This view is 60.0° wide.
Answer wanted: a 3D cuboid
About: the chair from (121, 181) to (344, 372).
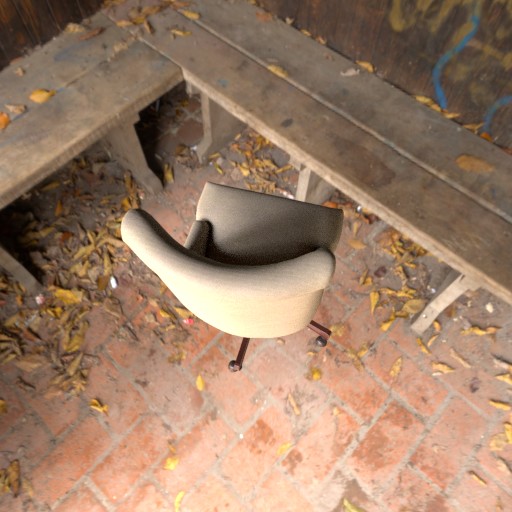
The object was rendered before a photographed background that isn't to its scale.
[{"bbox_3d":[0.000,0.000,1.442,0.645,1.010,0.696,13,64,6],"label":"chair"}]
